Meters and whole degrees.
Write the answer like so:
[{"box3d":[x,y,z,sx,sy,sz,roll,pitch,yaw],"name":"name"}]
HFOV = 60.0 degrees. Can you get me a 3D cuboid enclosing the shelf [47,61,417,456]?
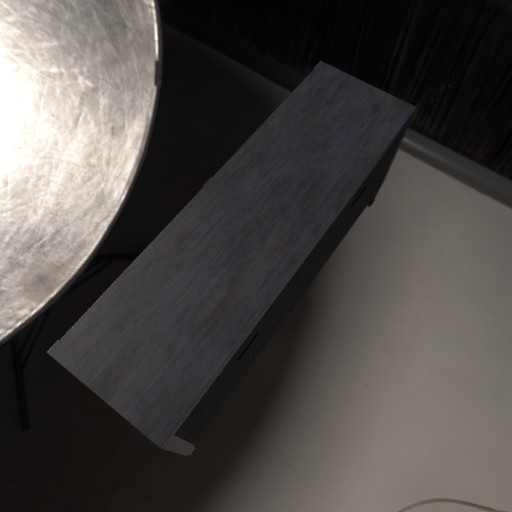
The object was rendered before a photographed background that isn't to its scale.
[{"box3d":[0.000,0.000,1.906,0.479,0.719,1.575,33,68,15],"name":"shelf"}]
